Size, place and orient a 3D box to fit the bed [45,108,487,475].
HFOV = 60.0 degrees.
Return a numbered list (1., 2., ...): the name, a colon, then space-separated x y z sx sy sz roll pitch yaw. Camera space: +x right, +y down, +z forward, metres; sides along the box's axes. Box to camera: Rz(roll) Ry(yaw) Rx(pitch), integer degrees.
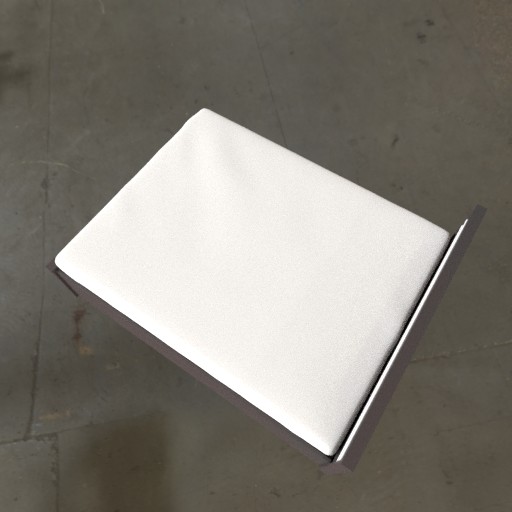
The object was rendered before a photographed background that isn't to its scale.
1. bed: 0.000 0.000 2.857 2.103 0.808 1.634 31 67 15
